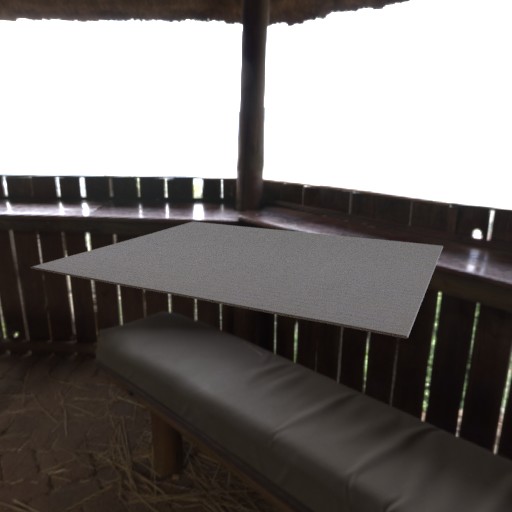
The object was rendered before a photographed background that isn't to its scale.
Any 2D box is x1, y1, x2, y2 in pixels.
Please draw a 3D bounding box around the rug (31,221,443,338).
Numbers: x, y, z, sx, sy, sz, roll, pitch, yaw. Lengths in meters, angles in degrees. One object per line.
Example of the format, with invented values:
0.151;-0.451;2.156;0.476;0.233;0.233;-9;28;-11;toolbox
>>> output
0.000;0.000;4.124;3.055;0.021;2.410;7;16;26;rug
